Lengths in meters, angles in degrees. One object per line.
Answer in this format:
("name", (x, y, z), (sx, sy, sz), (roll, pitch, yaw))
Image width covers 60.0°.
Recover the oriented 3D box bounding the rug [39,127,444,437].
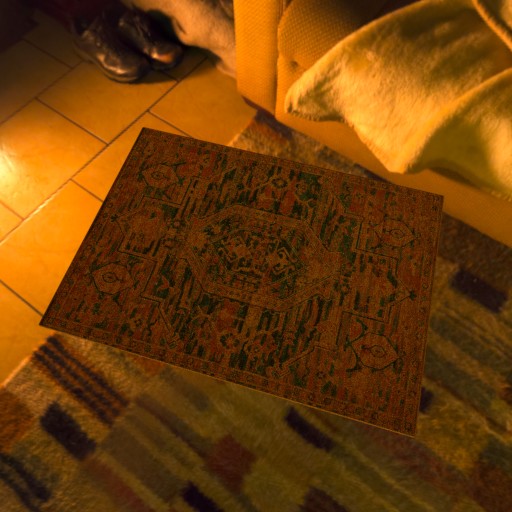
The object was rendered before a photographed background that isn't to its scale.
("rug", (0.000, 0.000, 2.805), (2.204, 0.024, 1.588), (15, 64, 7))
